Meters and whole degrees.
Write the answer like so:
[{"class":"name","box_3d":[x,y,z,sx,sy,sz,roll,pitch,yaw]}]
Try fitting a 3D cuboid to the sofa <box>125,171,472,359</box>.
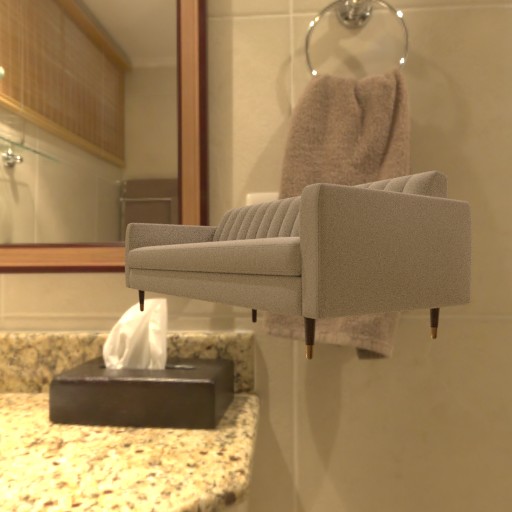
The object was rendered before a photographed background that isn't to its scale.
[{"class":"sofa","box_3d":[0.000,0.000,2.745,0.990,0.821,2.291,0,-1,-34]}]
